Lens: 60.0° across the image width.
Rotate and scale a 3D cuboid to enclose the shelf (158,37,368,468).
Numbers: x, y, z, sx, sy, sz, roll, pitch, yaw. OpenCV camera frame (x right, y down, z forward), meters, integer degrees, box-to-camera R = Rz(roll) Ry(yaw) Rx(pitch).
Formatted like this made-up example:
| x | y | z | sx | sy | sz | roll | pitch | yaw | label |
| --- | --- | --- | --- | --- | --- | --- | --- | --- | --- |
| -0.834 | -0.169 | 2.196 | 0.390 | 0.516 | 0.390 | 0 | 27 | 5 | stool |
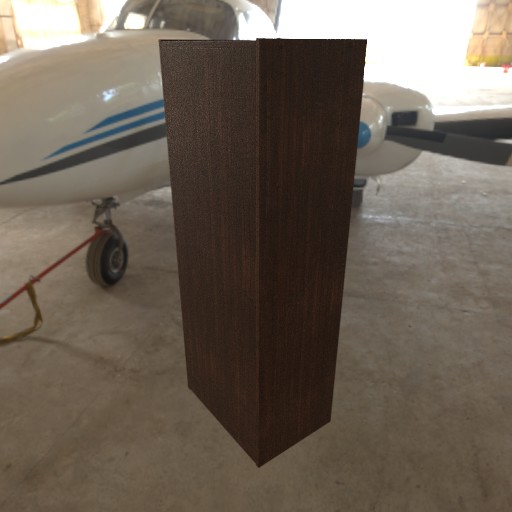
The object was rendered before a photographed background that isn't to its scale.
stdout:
| x | y | z | sx | sy | sz | roll | pitch | yaw | label |
| --- | --- | --- | --- | --- | --- | --- | --- | --- | --- |
| 0.000 | 0.000 | 1.250 | 0.290 | 1.099 | 0.415 | -18 | 31 | -33 | shelf |
